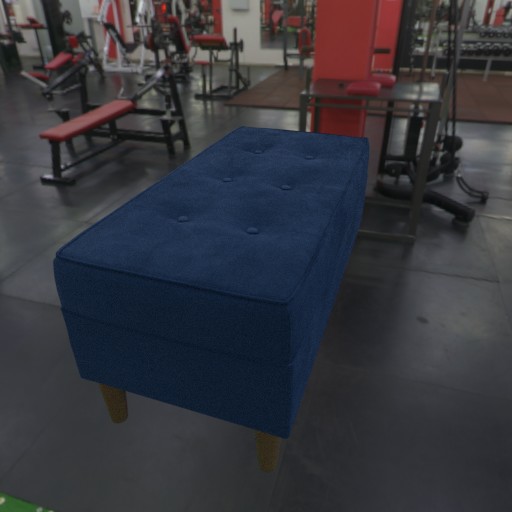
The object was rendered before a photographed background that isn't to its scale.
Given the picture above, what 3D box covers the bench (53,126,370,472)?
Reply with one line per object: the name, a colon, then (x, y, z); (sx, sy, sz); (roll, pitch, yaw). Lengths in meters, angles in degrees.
bench: (0.000, 0.000, 1.268); (0.489, 0.467, 1.010); (10, 32, 17)
